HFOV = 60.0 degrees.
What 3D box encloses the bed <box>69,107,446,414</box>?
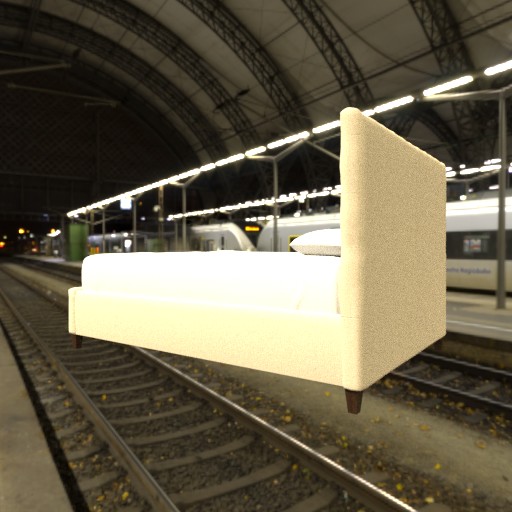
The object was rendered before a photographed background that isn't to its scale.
[{"bbox_3d":[0.000,0.000,3.393,2.387,1.427,1.698,1,1,36],"label":"bed"}]
